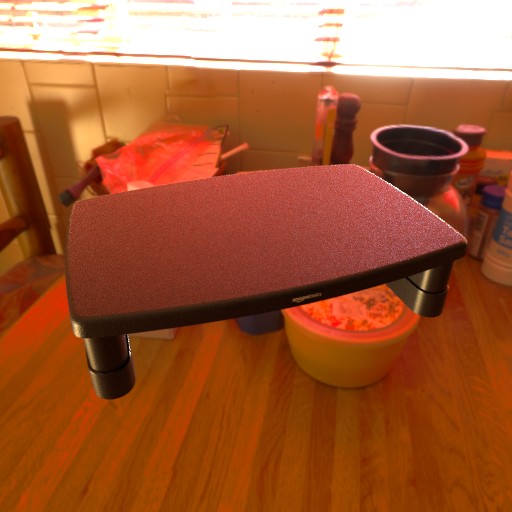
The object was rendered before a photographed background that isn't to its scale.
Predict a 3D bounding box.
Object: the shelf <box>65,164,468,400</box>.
[{"bbox_3d":[0.000,0.000,0.527,0.410,0.100,0.280,-11,34,-16],"label":"shelf"}]
